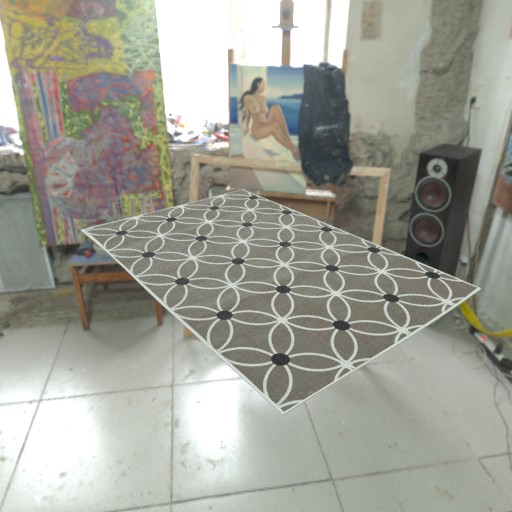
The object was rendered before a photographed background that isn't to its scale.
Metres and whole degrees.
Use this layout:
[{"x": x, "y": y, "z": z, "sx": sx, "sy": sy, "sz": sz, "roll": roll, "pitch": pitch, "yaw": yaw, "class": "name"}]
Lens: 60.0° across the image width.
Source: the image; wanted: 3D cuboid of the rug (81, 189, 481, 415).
[{"x": 0.000, "y": 0.000, "z": 2.918, "sx": 1.522, "sy": 0.008, "sz": 2.284, "roll": -20, "pitch": 33, "yaw": -34, "class": "rug"}]
